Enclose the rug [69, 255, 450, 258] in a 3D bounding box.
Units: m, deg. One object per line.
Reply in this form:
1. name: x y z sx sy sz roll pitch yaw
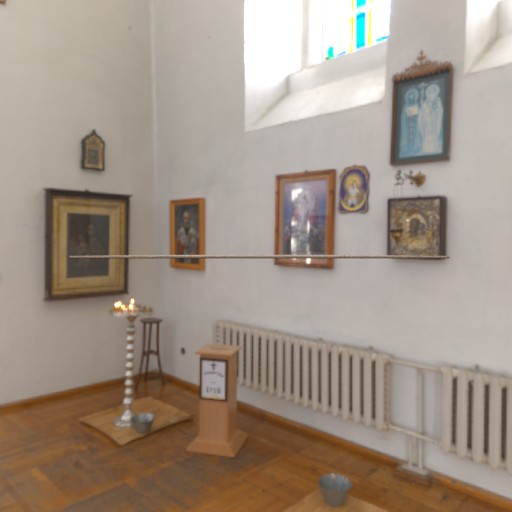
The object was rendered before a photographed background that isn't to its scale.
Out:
1. rug: 0.000 0.000 2.330 1.219 0.008 1.829 0 0 -1
